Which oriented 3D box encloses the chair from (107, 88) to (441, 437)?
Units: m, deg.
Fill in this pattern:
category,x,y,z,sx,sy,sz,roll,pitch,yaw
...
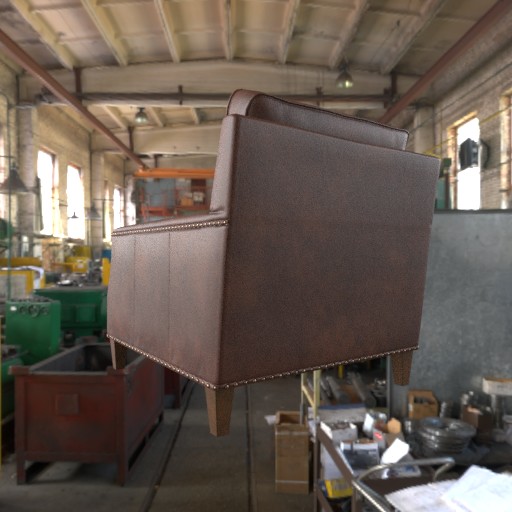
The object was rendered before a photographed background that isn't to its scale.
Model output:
category,x,y,z,sx,sy,sz,roll,pitch,yaw
chair,0.000,0.000,1.687,0.853,0.929,1.014,0,0,-35
